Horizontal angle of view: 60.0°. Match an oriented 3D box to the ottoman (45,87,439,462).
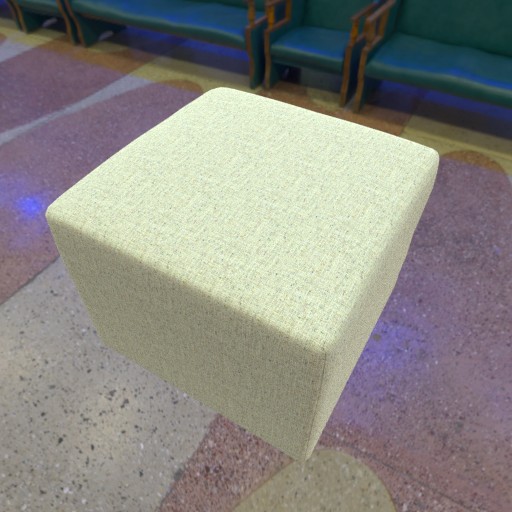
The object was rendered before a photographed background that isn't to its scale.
[{"bbox_3d":[0.000,0.000,0.905,0.521,0.453,0.512,24,52,20],"label":"ottoman"}]
